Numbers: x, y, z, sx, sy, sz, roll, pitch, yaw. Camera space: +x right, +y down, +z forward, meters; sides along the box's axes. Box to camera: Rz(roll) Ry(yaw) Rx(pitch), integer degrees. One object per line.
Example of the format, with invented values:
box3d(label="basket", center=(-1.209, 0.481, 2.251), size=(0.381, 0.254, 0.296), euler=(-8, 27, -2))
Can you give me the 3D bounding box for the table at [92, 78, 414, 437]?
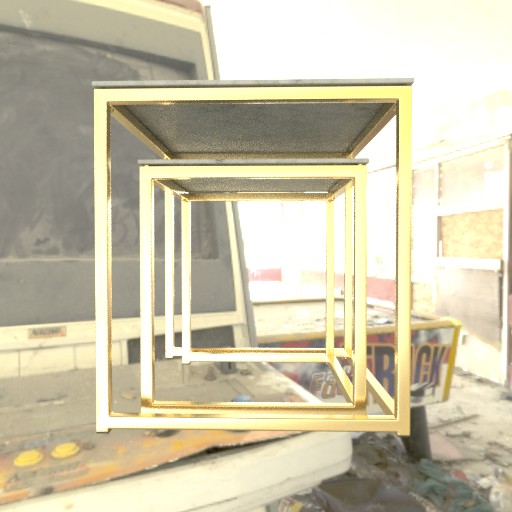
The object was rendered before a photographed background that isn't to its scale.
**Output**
box3d(label="table", center=(0.000, 0.000, 0.846), size=(0.450, 0.500, 0.450), euler=(0, 1, 2))
